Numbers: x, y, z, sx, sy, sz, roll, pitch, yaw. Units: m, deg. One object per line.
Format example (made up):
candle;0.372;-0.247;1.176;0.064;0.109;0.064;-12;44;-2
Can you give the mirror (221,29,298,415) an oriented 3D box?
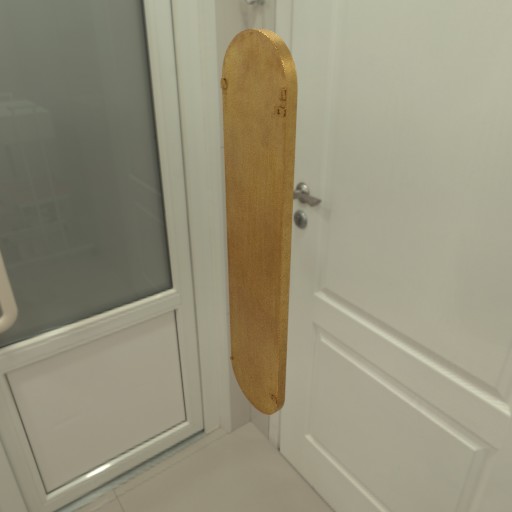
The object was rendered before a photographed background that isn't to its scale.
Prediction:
mirror;0.000;0.000;1.086;0.032;0.991;0.222;-19;33;-32
